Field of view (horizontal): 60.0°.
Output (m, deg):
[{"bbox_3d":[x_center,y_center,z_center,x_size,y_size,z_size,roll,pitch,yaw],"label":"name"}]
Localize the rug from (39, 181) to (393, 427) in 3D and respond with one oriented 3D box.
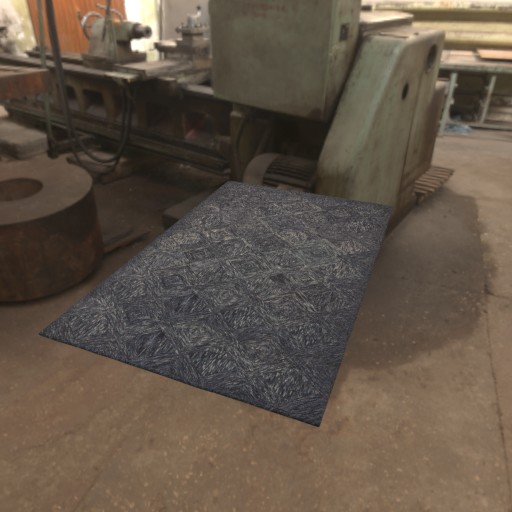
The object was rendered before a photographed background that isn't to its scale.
[{"bbox_3d":[0.000,0.000,2.250,1.139,0.010,1.754,12,33,19],"label":"rug"}]
